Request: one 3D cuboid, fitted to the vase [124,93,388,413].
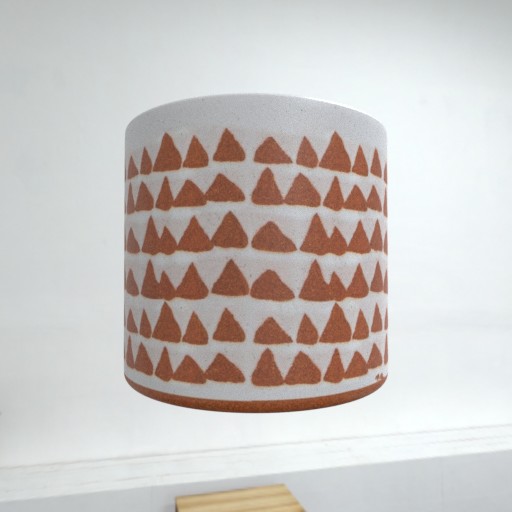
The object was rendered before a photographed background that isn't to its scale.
[{"bbox_3d":[0.000,0.000,0.240,0.137,0.127,0.137,0,-1,0],"label":"vase"}]
